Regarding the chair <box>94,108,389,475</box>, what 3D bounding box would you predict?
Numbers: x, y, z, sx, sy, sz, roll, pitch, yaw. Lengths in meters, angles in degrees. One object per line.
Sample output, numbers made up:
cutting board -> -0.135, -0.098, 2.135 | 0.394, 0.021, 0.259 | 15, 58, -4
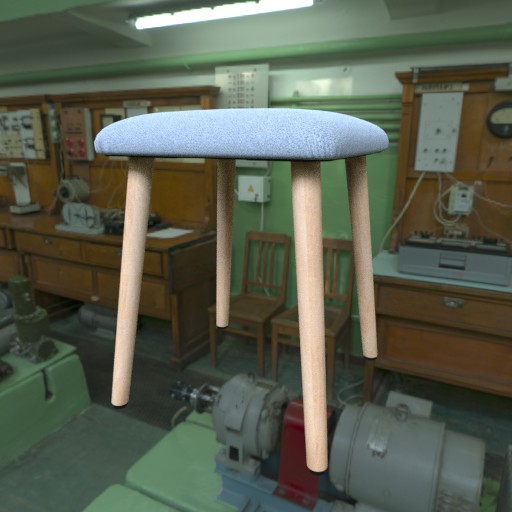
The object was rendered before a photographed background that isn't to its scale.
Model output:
chair -> 0.000, 0.000, 0.704 | 0.350, 0.440, 0.350 | 7, 17, 25
